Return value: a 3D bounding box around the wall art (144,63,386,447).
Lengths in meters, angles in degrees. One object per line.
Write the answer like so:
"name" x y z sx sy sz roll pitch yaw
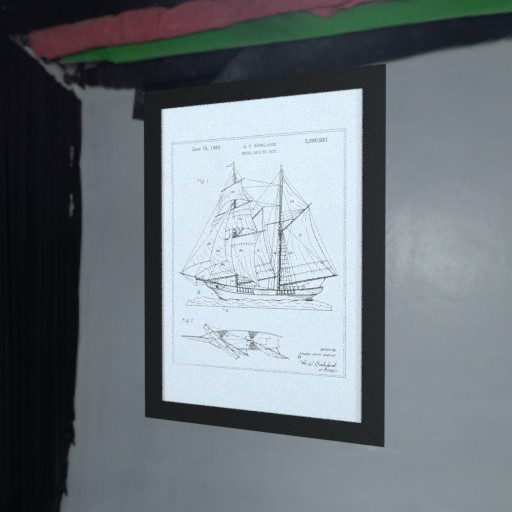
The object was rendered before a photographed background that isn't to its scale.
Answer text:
"wall art" 0.000 0.000 0.583 0.326 0.459 0.011 0 1 17
